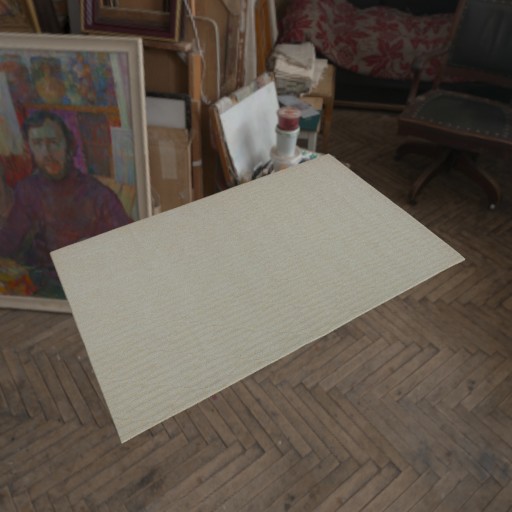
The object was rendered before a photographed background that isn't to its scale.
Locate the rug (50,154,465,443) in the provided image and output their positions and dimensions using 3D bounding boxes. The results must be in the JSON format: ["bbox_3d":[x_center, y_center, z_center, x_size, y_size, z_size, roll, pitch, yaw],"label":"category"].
[{"bbox_3d":[0.000,0.000,3.054,2.441,0.014,1.531,-23,50,-21],"label":"rug"}]
